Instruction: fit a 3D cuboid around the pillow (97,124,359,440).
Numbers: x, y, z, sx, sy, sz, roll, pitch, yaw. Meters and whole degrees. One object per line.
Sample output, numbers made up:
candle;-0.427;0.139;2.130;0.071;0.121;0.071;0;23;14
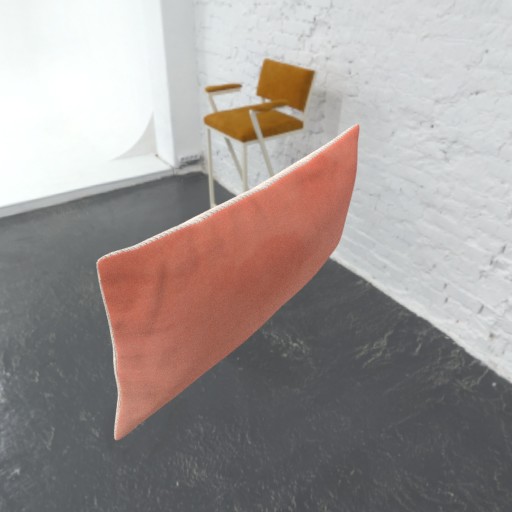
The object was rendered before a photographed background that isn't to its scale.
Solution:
pillow;0.000;0.000;0.729;0.155;0.307;0.608;20;37;30
